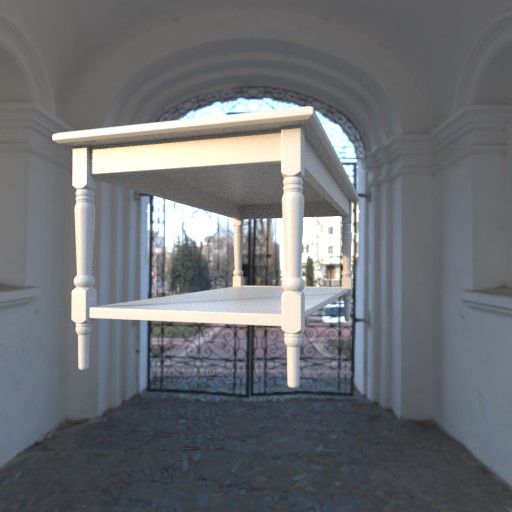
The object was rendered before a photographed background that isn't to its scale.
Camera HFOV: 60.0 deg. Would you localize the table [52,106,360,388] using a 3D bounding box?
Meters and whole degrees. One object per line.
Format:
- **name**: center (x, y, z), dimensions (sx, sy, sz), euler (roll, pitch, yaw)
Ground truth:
- **table**: center (0.000, 0.000, 1.373), dimensions (0.551, 0.506, 1.109), euler (0, -1, 17)
